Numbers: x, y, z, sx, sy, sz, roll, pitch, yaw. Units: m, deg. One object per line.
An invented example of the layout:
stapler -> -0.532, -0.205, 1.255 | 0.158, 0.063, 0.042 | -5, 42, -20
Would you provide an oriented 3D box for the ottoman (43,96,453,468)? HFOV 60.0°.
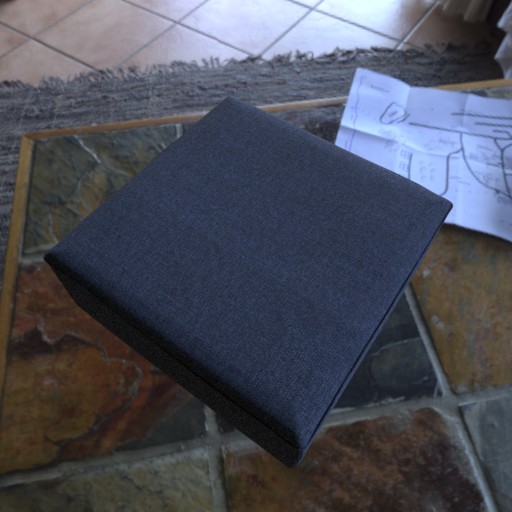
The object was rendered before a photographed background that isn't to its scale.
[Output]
ottoman -> 0.000, 0.000, 1.629 | 1.023, 0.423, 1.017 | 32, 63, 19
